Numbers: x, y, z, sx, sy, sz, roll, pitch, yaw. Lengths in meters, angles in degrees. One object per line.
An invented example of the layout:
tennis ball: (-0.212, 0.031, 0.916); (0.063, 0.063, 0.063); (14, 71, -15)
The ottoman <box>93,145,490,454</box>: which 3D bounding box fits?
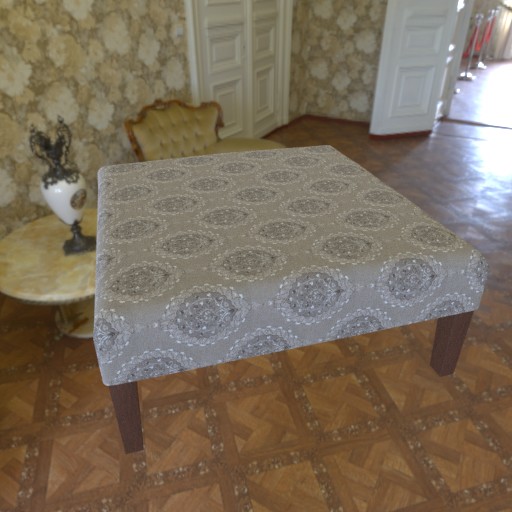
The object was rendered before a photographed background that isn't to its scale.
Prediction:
ottoman: (0.000, 0.000, 1.358); (0.890, 0.411, 0.889); (-9, 32, -14)
